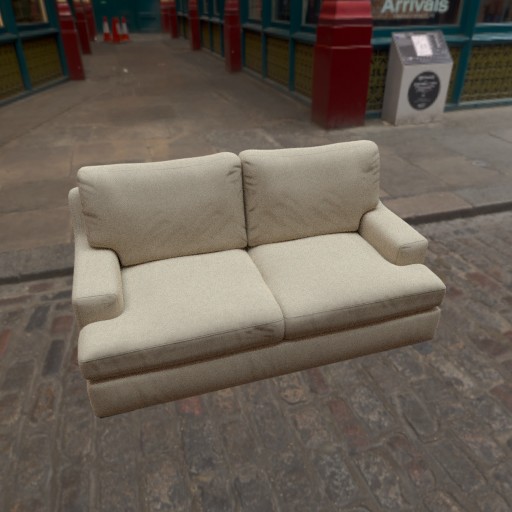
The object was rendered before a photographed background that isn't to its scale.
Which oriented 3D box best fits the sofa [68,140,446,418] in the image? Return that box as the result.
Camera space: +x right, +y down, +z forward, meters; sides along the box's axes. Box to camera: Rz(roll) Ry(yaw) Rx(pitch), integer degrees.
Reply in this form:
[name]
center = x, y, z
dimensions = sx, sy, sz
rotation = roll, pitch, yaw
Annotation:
[sofa]
center = 0.000, 0.000, 2.419
dimensions = 1.885, 0.967, 0.962
rotation = -9, 32, -15
